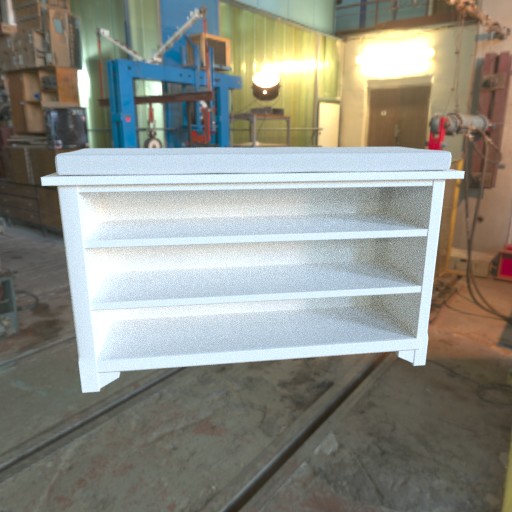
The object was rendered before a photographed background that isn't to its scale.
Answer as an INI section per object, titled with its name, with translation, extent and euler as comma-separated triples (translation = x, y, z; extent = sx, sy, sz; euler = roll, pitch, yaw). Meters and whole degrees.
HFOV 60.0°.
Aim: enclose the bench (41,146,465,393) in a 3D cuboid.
[bench]
translation = 0.000, 0.000, 1.254
extent = 0.987, 0.589, 0.346
euler = -2, 16, -8
